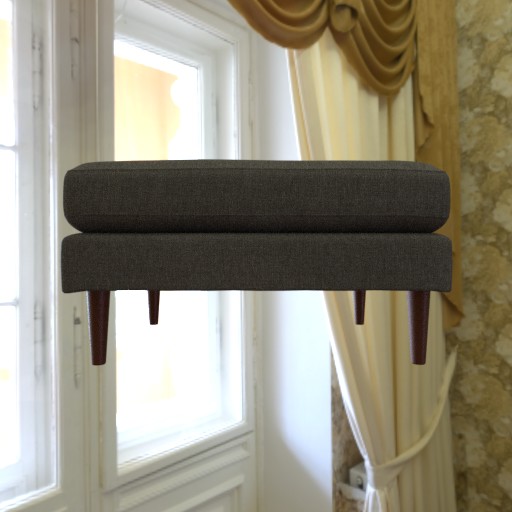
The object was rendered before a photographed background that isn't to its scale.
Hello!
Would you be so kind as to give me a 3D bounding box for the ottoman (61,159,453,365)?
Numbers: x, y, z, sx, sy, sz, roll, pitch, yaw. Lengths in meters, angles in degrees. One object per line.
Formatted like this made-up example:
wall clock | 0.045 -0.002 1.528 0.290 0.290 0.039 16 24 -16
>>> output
ottoman | 0.000 0.000 1.251 0.821 0.474 0.693 0 0 0
